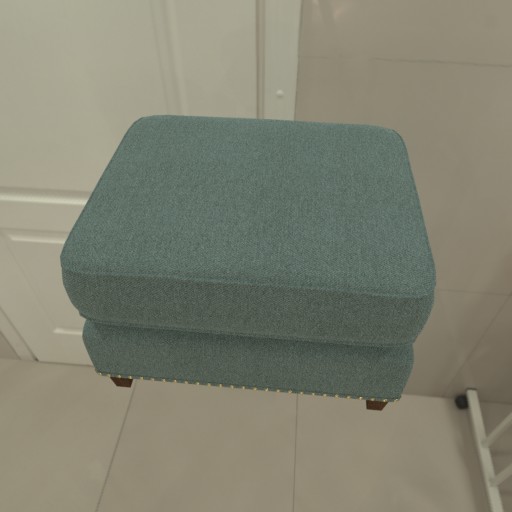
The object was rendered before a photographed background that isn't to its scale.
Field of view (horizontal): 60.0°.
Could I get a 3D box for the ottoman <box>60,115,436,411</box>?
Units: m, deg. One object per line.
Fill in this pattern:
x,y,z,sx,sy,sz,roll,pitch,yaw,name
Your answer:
0.000,0.000,1.127,0.738,0.537,0.589,4,47,4,ottoman
